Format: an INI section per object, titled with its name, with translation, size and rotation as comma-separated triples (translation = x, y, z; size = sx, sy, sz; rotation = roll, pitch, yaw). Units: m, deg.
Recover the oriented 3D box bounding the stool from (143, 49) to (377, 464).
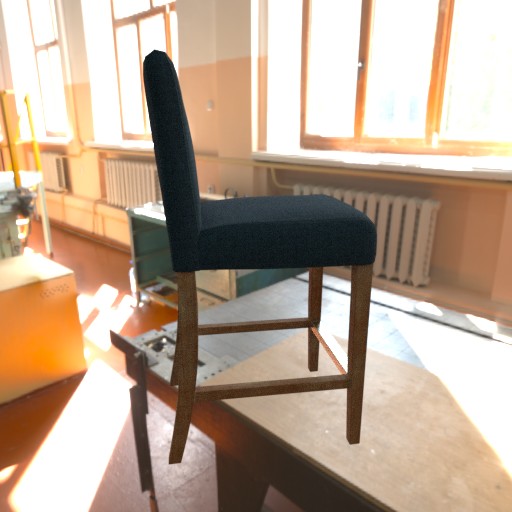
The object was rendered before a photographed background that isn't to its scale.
[stool]
translation = 0.000, 0.000, 1.296
size = 0.567, 1.039, 0.454
rotation = -3, 17, -10
